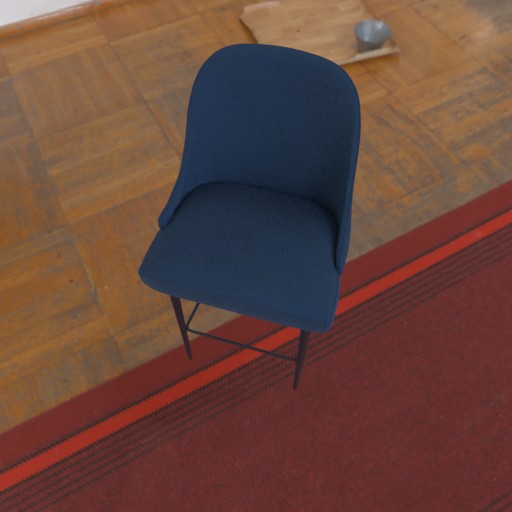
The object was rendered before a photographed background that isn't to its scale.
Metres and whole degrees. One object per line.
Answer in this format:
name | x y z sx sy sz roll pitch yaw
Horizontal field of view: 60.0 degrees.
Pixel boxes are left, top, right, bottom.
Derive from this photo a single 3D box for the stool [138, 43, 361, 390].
stool | 0.000 0.000 1.358 0.527 1.079 0.489 14 60 8
